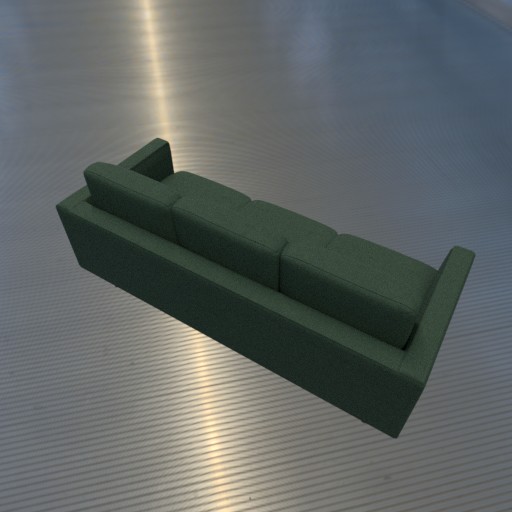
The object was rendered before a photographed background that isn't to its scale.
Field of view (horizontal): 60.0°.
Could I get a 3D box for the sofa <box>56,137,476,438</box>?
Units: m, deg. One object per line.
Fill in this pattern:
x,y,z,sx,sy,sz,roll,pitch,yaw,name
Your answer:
0.000,0.000,2.445,2.029,0.899,0.879,24,50,22,sofa
